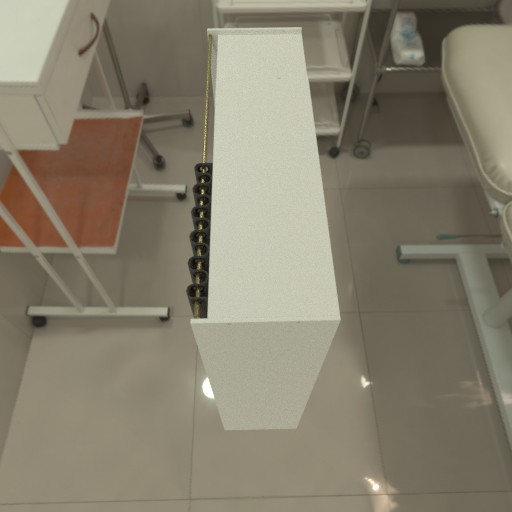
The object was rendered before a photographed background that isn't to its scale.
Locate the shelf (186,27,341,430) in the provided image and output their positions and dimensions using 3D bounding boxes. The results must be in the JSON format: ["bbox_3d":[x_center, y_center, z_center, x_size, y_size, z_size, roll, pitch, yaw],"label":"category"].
[{"bbox_3d":[0.000,0.000,2.594,0.500,1.810,1.600,-1,59,-1],"label":"shelf"}]
